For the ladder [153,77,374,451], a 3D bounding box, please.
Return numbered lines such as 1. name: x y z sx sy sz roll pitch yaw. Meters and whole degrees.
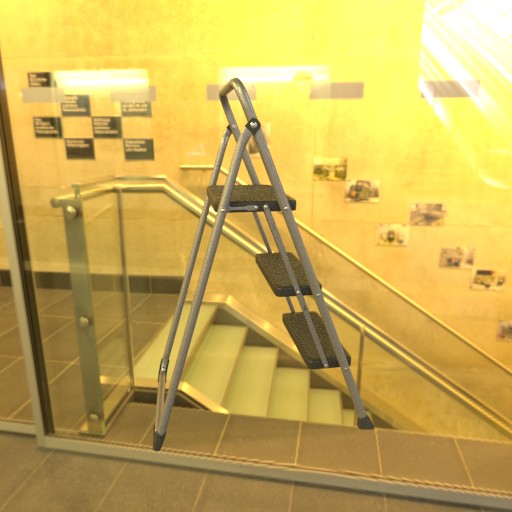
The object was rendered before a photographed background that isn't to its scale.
1. ladder: 0.000 0.000 1.301 0.629 0.945 0.430 -3 16 -9
